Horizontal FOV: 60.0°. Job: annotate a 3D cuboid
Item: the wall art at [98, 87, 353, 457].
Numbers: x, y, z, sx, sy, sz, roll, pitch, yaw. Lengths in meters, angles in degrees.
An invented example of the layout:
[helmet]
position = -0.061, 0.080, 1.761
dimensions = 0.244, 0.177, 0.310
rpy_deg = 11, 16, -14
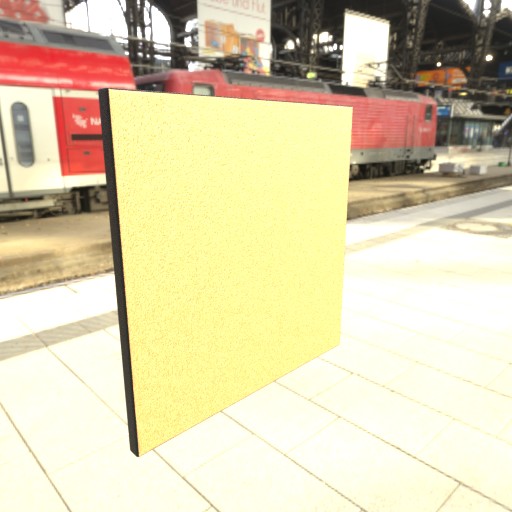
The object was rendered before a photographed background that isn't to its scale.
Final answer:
[wall art]
position = 0.000, 0.000, 0.679
dimensions = 0.022, 0.453, 0.456
rpy_deg = 15, 21, 43
